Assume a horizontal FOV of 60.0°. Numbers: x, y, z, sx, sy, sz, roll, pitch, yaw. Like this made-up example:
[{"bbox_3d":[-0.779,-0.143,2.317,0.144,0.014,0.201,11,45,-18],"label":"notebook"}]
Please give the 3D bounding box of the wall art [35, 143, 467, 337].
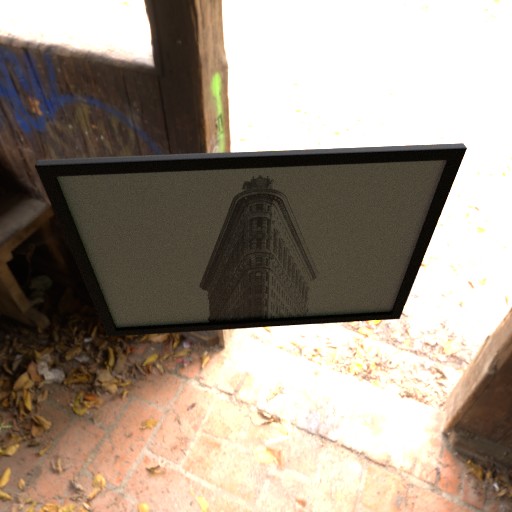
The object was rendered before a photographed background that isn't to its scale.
[{"bbox_3d":[0.000,0.000,1.224,0.958,0.656,0.026,-3,46,-3],"label":"wall art"}]
